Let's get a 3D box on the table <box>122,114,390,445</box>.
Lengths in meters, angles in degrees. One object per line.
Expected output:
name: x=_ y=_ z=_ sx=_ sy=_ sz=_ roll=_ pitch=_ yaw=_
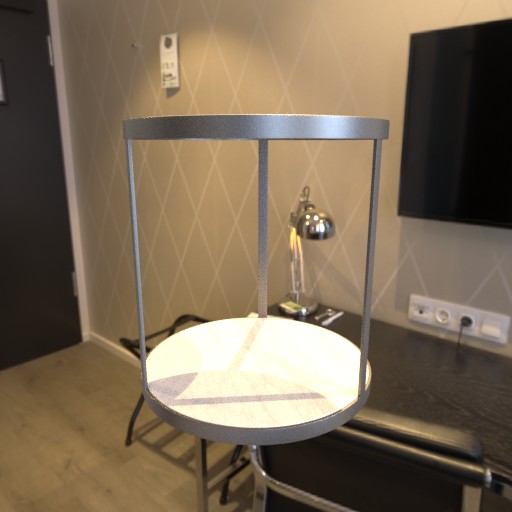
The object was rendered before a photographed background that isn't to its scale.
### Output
table: x=0.000 y=0.000 z=0.827 sx=0.445 sy=0.479 sz=0.445 roll=0 pitch=14 yaw=0
